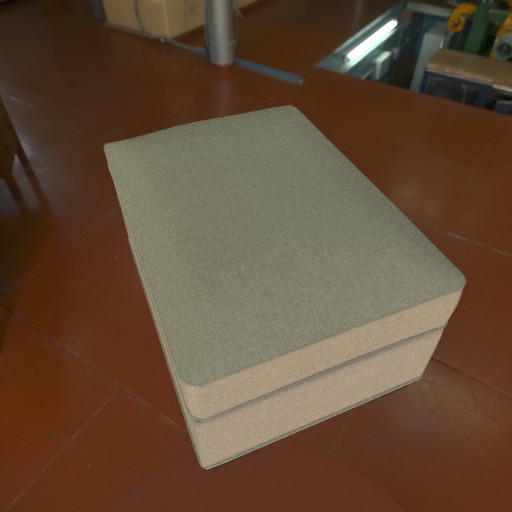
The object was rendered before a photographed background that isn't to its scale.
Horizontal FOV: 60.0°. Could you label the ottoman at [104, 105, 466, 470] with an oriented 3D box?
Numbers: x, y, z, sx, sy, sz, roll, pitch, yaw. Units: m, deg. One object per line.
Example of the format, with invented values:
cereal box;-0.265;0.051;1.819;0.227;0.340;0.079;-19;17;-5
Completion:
ottoman;0.000;0.000;1.226;0.619;0.504;0.843;-17;48;-16
